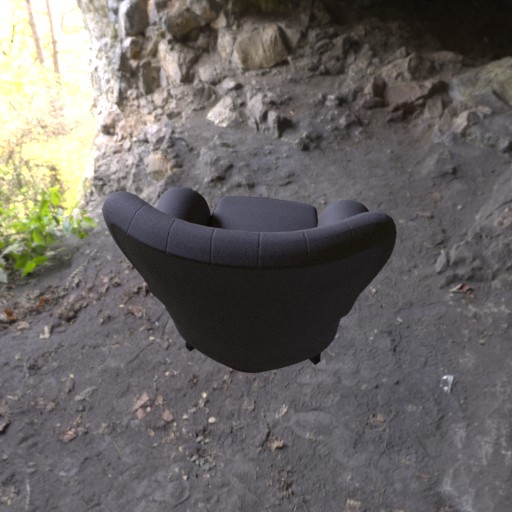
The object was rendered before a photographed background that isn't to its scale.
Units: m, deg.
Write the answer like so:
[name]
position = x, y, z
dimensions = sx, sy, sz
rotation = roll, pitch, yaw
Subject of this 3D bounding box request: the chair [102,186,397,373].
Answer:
[chair]
position = 0.000, 0.000, 1.872
dimensions = 0.983, 1.046, 0.983
rotation = 5, 47, 5
